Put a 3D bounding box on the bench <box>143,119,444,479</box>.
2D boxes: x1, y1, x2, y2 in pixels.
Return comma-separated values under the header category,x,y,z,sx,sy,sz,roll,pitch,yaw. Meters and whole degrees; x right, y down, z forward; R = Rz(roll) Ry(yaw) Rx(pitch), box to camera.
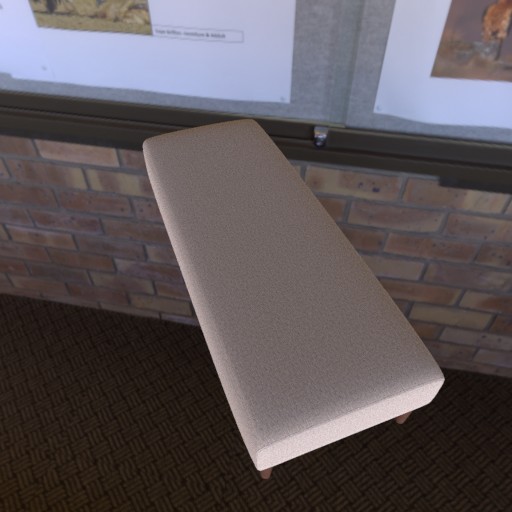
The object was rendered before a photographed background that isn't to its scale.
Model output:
category,x,y,z,sx,sy,sz,roll,pitch,yaw
bench,0.000,0.000,1.842,0.631,0.383,1.598,-15,48,-14
